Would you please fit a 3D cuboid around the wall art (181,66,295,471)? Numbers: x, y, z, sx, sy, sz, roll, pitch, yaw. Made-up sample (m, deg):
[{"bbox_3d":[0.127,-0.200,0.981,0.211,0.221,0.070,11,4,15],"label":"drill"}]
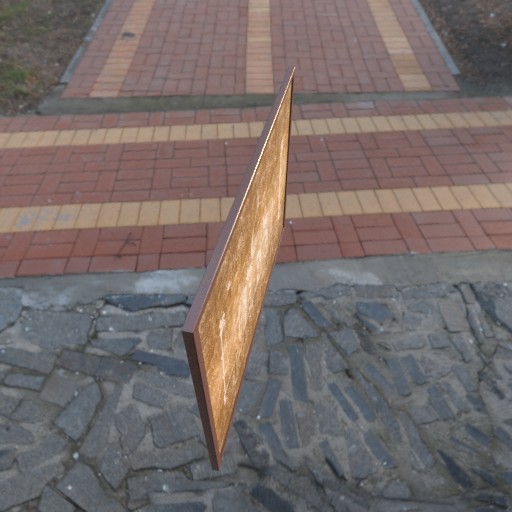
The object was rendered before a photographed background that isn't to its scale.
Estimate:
[{"bbox_3d":[0.000,0.000,0.859,0.014,0.455,0.660,10,48,9],"label":"wall art"}]
